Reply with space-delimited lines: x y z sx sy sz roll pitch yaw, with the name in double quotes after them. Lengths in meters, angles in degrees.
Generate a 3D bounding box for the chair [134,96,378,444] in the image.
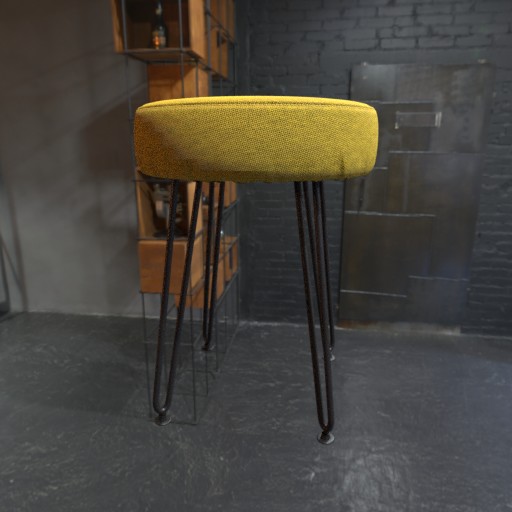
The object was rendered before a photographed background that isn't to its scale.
0.000 0.000 0.694 0.345 0.455 0.345 3 15 10 "chair"
